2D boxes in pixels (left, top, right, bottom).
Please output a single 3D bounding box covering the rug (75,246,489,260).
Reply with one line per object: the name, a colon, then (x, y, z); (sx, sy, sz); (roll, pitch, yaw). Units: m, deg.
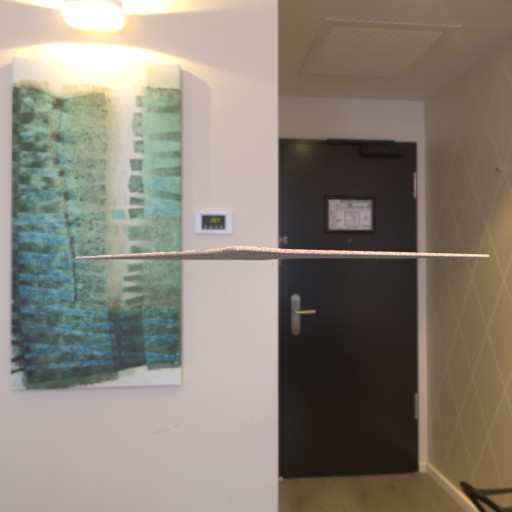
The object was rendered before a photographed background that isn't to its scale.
rug: (0.000, 0.000, 4.069); (2.453, 0.043, 3.052); (1, -1, -36)
